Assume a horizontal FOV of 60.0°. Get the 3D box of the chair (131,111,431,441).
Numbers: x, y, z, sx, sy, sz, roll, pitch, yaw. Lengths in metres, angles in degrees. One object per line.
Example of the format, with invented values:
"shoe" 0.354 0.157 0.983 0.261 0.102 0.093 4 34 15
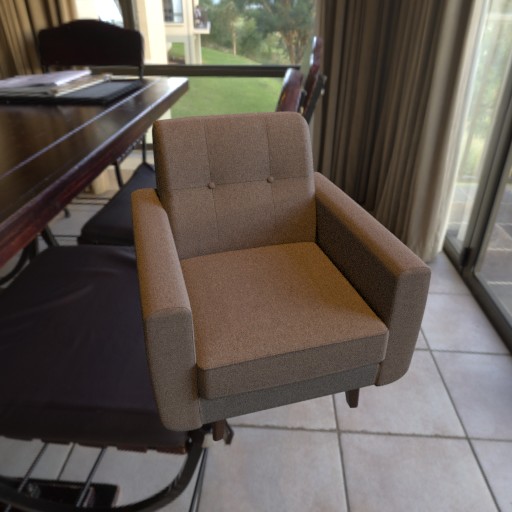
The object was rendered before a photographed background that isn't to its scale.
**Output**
"chair" 0.000 0.000 1.590 0.831 0.839 0.907 -8 31 -14
